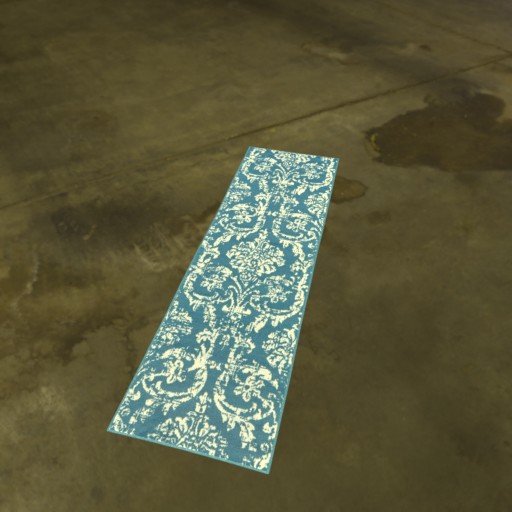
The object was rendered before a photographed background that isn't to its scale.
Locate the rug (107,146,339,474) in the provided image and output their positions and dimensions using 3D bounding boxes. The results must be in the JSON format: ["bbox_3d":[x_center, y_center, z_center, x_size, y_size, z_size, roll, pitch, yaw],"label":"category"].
[{"bbox_3d":[0.000,0.000,2.450,0.662,0.011,2.196,10,46,10],"label":"rug"}]
